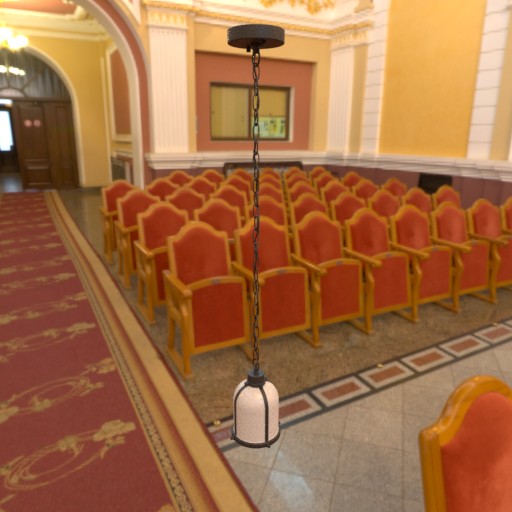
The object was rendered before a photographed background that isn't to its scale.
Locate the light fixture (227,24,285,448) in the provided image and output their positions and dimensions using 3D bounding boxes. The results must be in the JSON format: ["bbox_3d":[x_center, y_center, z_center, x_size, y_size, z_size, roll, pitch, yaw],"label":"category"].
[{"bbox_3d":[0.000,0.000,1.277,0.178,1.181,0.178,-8,17,-26],"label":"light fixture"}]
